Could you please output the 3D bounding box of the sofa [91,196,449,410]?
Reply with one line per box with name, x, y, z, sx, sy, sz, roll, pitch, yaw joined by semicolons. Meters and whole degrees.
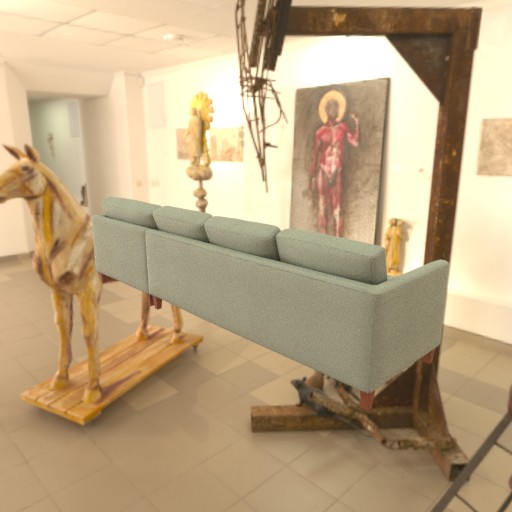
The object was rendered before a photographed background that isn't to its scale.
sofa;0.000;0.000;4.115;1.604;0.950;3.471;-14;20;-43
